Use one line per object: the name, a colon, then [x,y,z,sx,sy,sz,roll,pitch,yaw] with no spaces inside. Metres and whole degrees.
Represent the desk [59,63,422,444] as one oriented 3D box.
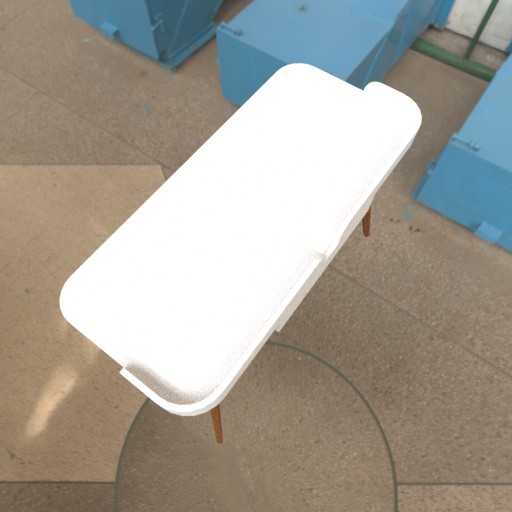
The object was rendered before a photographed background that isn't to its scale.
desk: [0.000,0.000,1.636,0.534,0.807,1.206,33,68,15]
